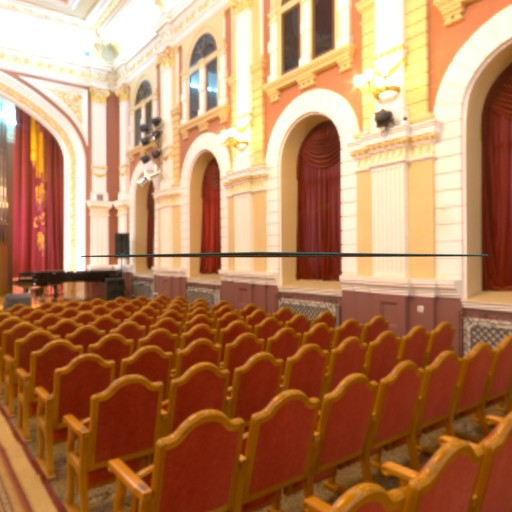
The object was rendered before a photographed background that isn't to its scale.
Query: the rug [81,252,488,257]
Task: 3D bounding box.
[{"bbox_3d":[0.000,0.000,3.989,2.226,0.015,3.044,0,-1,-37],"label":"rug"}]
